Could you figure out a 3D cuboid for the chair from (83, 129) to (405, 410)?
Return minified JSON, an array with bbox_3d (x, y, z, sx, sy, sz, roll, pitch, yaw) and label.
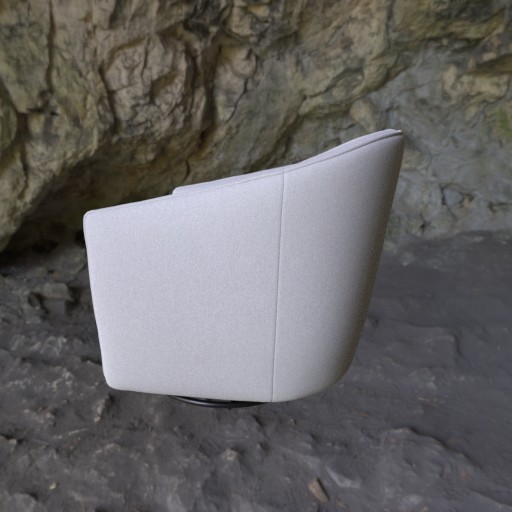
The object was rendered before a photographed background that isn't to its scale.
[{"bbox_3d":[0.000,0.000,1.464,0.875,0.799,0.747,2,14,9],"label":"chair"}]
